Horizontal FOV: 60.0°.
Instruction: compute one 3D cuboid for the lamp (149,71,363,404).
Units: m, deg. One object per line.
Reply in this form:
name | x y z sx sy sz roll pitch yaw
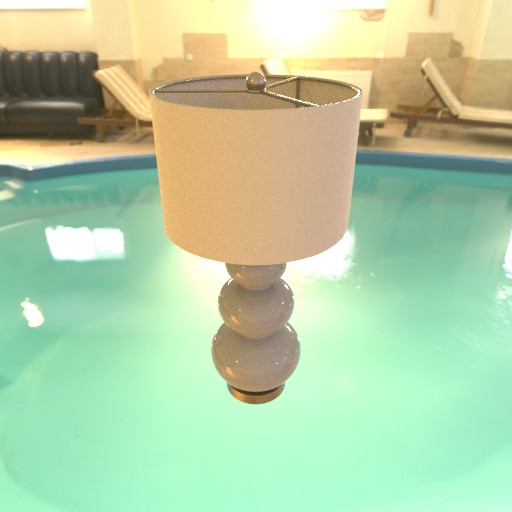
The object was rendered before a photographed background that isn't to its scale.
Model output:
lamp | 0.000 0.000 0.943 0.367 0.730 0.367 -10 31 -17
